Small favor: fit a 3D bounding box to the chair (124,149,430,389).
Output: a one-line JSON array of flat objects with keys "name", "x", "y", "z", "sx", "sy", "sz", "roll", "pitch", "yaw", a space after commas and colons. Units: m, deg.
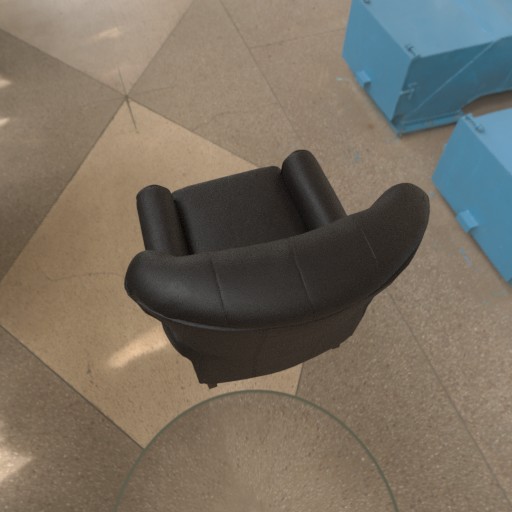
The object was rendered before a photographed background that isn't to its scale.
[{"name": "chair", "x": 0.000, "y": 0.000, "z": 1.857, "sx": 0.948, "sy": 1.158, "sz": 1.058, "roll": -15, "pitch": 59, "yaw": -10}]
